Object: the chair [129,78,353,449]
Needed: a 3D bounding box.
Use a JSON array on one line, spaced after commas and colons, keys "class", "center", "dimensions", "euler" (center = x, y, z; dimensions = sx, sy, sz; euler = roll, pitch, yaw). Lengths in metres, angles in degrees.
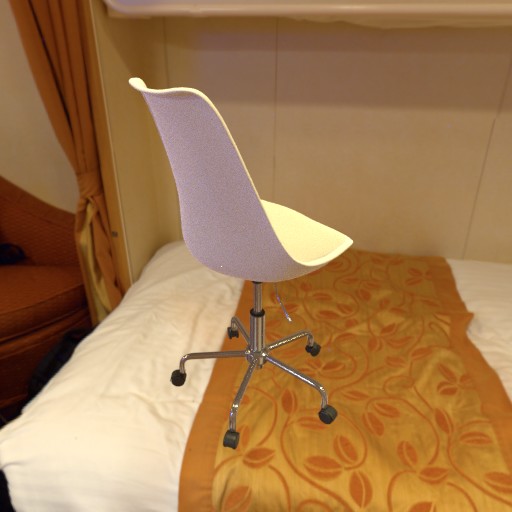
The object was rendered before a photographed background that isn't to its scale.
[{"class": "chair", "center": [0.000, 0.000, 1.232], "dimensions": [0.550, 0.930, 0.550], "euler": [-18, 32, -32]}]
